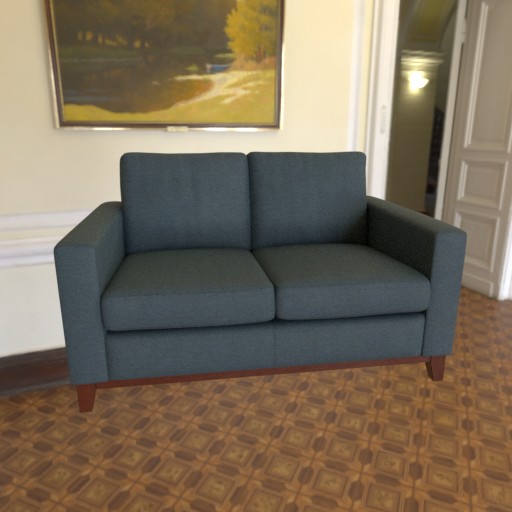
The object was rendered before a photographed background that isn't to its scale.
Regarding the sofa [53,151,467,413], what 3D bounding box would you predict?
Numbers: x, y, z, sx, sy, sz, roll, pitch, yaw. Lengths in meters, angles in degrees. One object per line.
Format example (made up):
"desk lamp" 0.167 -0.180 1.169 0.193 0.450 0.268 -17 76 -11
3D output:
"sofa" 0.000 0.000 2.023 1.489 0.903 0.955 -2 16 -8
